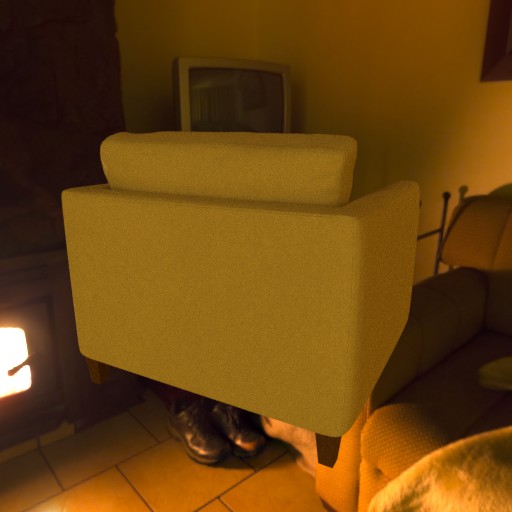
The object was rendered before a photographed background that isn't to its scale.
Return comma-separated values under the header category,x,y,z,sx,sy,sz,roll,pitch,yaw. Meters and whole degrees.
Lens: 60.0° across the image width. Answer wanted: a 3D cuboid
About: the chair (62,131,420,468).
category,x,y,z,sx,sy,sz,roll,pitch,yaw
chair,0.000,0.000,1.778,1.107,0.961,0.959,8,17,27
